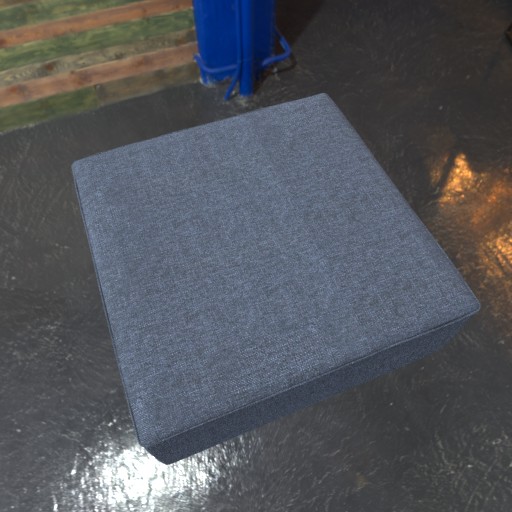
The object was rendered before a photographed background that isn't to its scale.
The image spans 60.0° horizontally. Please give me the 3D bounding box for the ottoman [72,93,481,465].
[{"bbox_3d":[0.000,0.000,1.542,1.017,0.423,1.023,-18,61,-11],"label":"ottoman"}]
